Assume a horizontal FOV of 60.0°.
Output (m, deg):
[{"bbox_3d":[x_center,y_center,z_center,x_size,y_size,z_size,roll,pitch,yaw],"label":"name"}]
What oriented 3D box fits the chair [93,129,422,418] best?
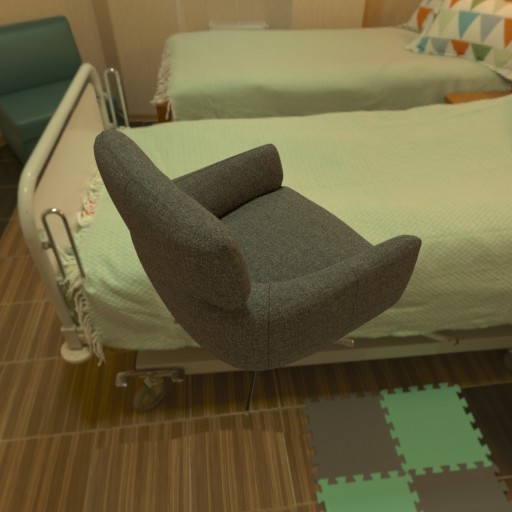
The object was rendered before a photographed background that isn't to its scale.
[{"bbox_3d":[0.000,0.000,1.363,0.715,0.812,0.706,-26,48,-26],"label":"chair"}]
